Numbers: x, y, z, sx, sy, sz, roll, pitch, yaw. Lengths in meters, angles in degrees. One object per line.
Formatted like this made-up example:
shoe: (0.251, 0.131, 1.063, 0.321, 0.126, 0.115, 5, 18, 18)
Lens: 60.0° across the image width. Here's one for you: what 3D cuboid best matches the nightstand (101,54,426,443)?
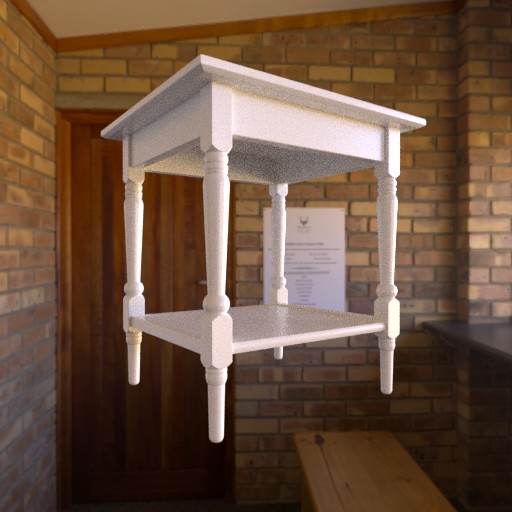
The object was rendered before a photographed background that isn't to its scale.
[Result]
nightstand: (0.000, 0.000, 0.927, 0.505, 0.555, 0.459, 0, 1, -35)
